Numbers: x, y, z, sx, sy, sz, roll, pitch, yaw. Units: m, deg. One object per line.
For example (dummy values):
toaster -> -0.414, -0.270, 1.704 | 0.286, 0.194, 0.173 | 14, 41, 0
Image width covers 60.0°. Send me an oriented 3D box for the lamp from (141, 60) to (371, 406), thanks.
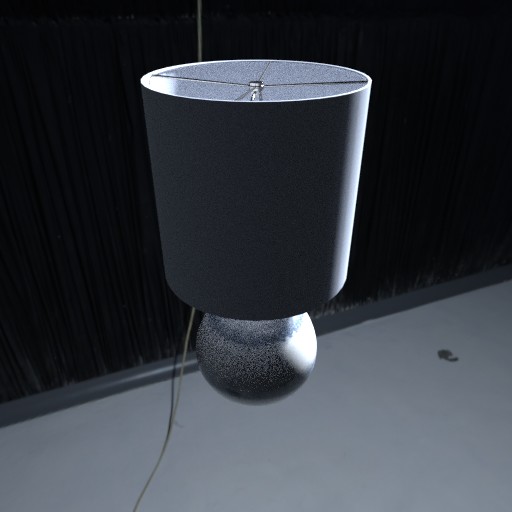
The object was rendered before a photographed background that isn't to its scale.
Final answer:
lamp -> 0.000, 0.000, 0.530 | 0.216, 0.404, 0.216 | -11, 33, -18
